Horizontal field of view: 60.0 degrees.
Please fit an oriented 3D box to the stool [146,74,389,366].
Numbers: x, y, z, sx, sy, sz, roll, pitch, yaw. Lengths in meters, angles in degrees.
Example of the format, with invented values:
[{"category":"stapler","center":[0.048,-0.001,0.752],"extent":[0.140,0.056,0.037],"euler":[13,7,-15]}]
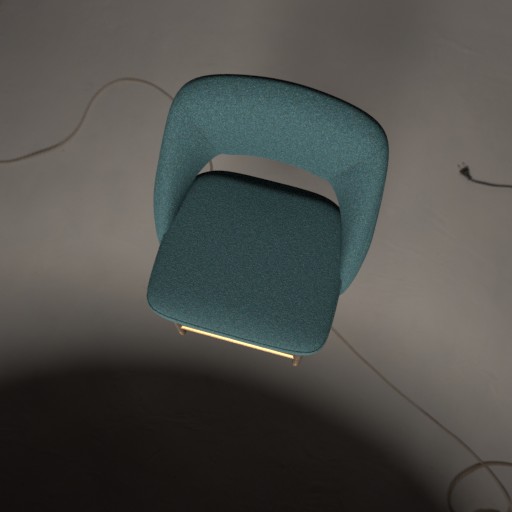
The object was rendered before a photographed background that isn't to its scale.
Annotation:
[{"category":"stool","center":[0.000,0.000,1.268],"extent":[0.536,0.939,0.522],"euler":[15,77,3]}]
